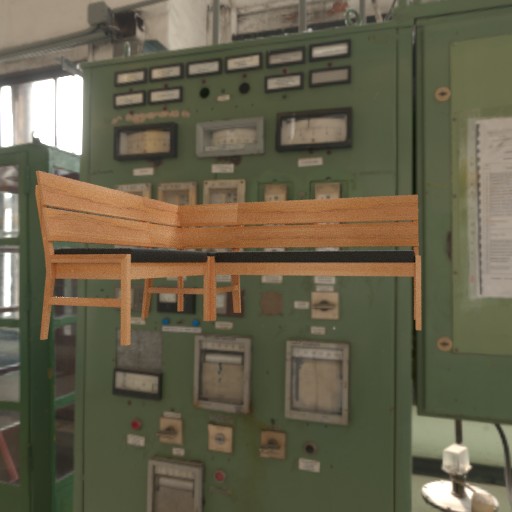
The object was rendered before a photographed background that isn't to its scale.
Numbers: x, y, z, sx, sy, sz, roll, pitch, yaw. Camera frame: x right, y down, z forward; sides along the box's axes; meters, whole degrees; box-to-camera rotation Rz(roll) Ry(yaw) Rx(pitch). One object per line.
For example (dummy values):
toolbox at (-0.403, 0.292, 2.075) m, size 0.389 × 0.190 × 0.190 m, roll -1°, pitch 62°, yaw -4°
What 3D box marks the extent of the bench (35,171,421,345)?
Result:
bench at (0.000, 0.000, 2.765) m, size 1.948 × 0.890 × 1.548 m, roll 0°, pitch -1°, yaw 19°
